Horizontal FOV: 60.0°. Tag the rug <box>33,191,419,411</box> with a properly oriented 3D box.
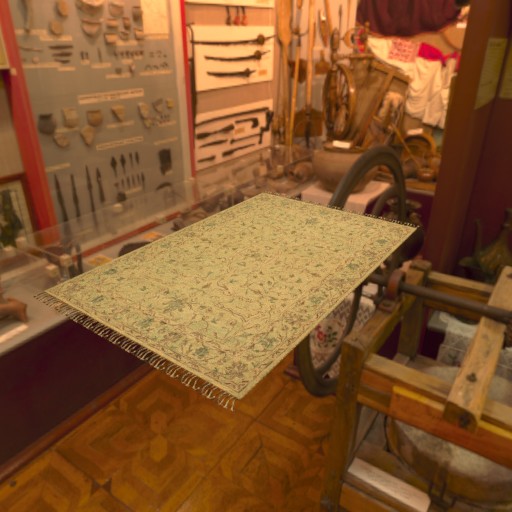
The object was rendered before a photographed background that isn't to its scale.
[{"bbox_3d":[0.000,0.000,3.110,1.544,0.010,2.435,18,32,32],"label":"rug"}]
